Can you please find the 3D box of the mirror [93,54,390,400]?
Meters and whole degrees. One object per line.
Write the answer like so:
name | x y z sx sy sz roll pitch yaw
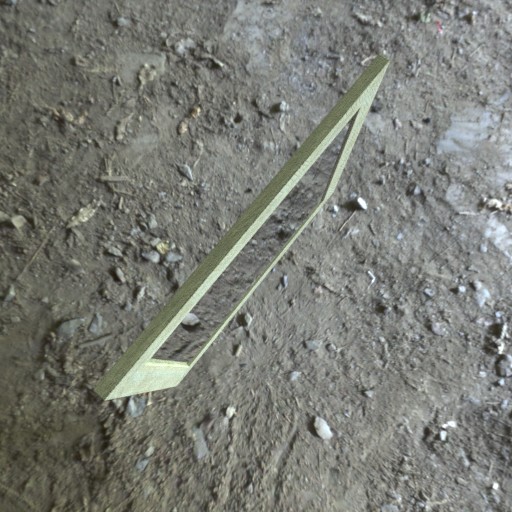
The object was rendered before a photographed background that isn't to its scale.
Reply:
mirror | 0.000 0.000 1.148 0.028 0.689 0.839 38 79 9
